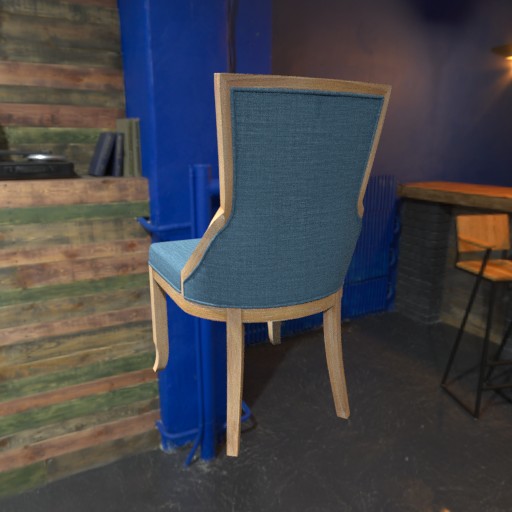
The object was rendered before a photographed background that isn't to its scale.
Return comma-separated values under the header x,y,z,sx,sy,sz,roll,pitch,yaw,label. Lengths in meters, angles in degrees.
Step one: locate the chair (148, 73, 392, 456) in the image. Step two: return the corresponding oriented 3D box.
x,y,z,sx,sy,sz,roll,pitch,yaw,label
0.000,0.000,1.350,0.524,0.947,0.641,-7,16,-26,chair
